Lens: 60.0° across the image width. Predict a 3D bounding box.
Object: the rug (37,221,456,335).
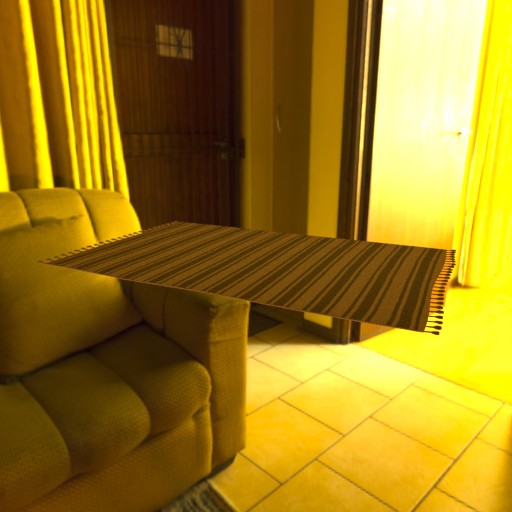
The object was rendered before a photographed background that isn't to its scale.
[{"bbox_3d":[0.000,0.000,2.294,1.875,0.013,1.162,8,17,25],"label":"rug"}]
